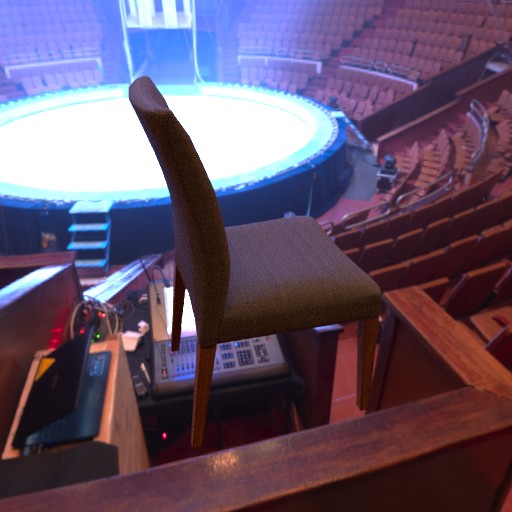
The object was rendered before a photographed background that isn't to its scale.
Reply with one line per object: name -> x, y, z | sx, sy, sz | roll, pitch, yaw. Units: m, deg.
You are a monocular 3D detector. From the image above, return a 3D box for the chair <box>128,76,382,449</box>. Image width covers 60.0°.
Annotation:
chair -> 0.000, 0.000, 1.279 | 0.585, 0.940, 0.496 | -9, 32, -15
